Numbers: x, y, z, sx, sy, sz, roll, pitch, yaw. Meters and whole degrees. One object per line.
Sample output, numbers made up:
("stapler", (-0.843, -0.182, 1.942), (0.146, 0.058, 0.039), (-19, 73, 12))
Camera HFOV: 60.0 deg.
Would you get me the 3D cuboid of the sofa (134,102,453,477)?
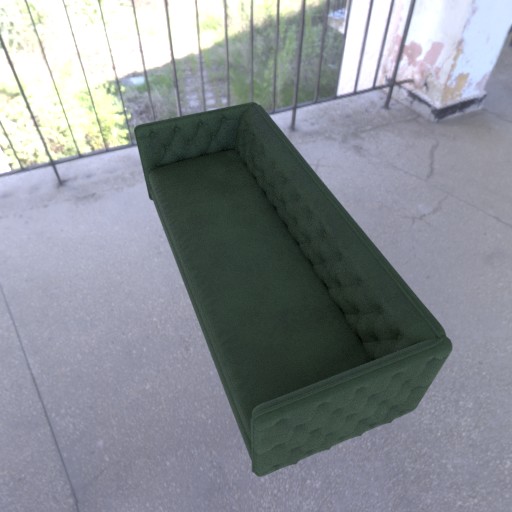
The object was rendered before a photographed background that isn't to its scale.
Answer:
("sofa", (0.000, 0.000, 2.633), (0.895, 0.771, 2.209), (-16, 49, -15))
